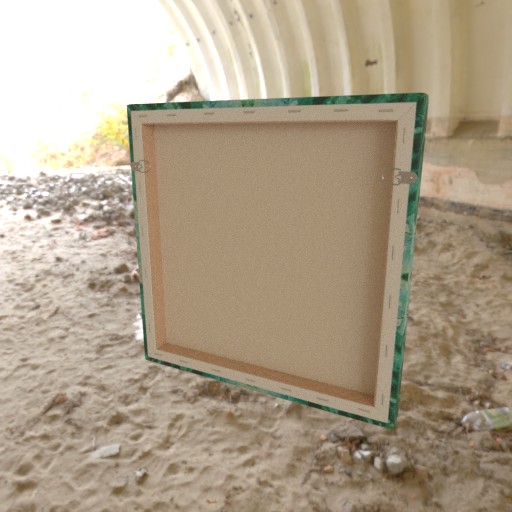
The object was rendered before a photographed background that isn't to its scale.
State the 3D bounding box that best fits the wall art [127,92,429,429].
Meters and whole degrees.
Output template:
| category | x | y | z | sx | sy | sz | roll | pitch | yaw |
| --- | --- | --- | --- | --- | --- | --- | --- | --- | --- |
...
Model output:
| category | x | y | z | sx | sy | sz | roll | pitch | yaw |
| --- | --- | --- | --- | --- | --- | --- | --- | --- | --- |
| wall art | 0.000 | 0.000 | 0.761 | 0.507 | 0.508 | 0.038 | 8 | 17 | 26 |
